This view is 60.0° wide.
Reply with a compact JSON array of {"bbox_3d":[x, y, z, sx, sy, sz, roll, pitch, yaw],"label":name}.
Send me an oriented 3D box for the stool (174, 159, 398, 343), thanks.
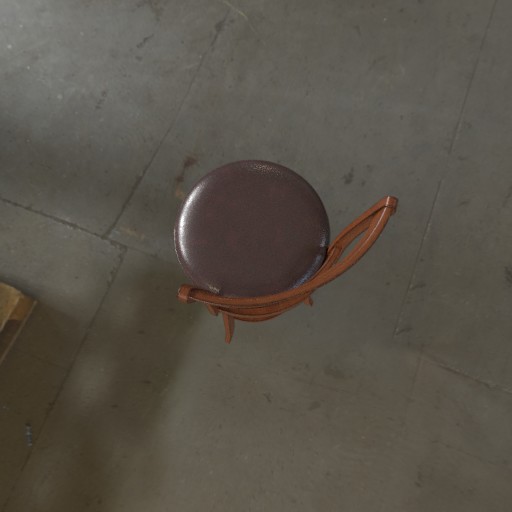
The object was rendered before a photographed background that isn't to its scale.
[{"bbox_3d":[0.000,0.000,1.431,0.464,1.177,0.503,-23,75,-6],"label":"stool"}]
